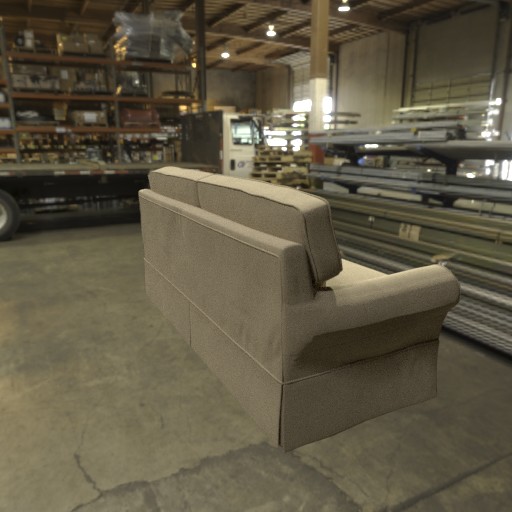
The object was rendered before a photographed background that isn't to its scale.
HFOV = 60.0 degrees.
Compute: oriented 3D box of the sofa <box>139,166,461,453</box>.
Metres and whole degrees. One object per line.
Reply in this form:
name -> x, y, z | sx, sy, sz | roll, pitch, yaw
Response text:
sofa -> 0.000, 0.000, 2.702 | 0.900, 1.014, 2.246 | -8, 16, -27
